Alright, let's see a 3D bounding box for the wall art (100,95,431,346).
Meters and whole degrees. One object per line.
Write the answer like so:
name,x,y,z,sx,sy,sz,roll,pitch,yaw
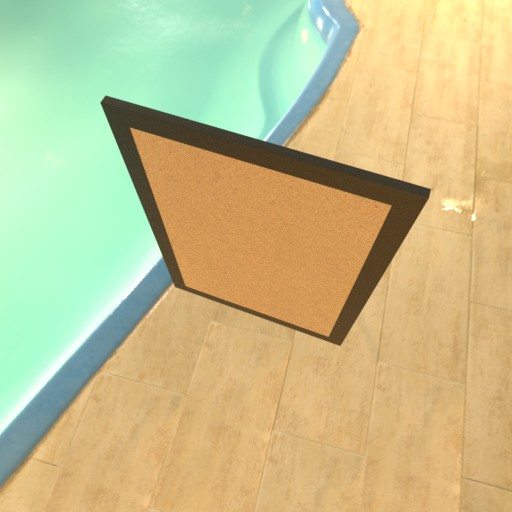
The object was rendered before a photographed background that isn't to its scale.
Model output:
wall art,0.000,0.000,0.721,0.381,0.534,0.013,18,64,9
